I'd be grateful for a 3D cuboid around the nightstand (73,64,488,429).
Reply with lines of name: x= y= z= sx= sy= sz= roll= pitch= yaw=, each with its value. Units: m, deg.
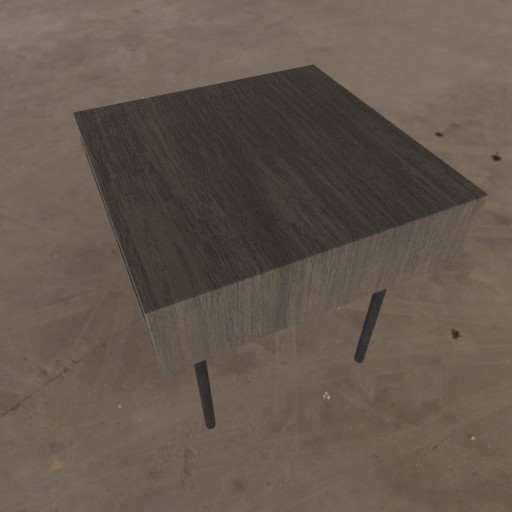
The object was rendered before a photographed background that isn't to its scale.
nightstand: x=0.000 y=0.000 z=0.894 sx=0.503 sy=0.497 sz=0.502 roll=-18 pitch=48 yaw=-17
